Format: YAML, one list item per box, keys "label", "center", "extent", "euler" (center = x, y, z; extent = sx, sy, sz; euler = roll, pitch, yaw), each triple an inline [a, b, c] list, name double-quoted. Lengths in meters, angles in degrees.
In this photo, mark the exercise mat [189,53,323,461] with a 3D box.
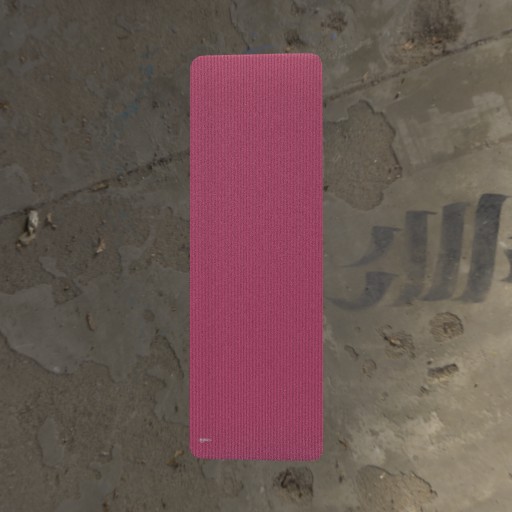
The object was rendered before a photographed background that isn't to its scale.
- label: "exercise mat"
  center: [0.000, 0.000, 2.056]
  extent: [0.616, 0.021, 1.884]
  euler: [0, 89, 2]
